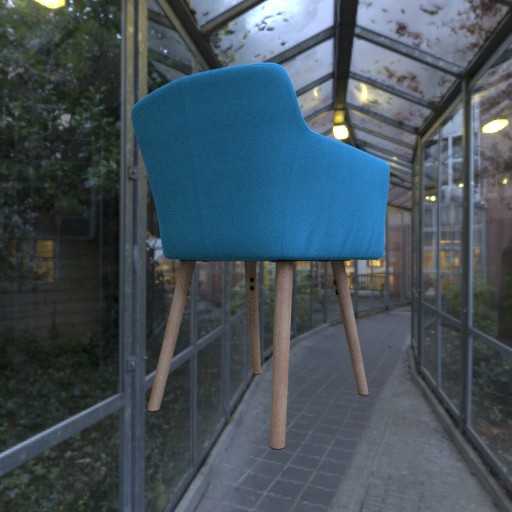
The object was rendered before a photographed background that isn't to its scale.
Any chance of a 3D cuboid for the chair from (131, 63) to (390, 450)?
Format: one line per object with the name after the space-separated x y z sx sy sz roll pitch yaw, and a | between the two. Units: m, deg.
0.000 0.000 1.165 0.570 0.780 0.540 0 0 36 | chair
